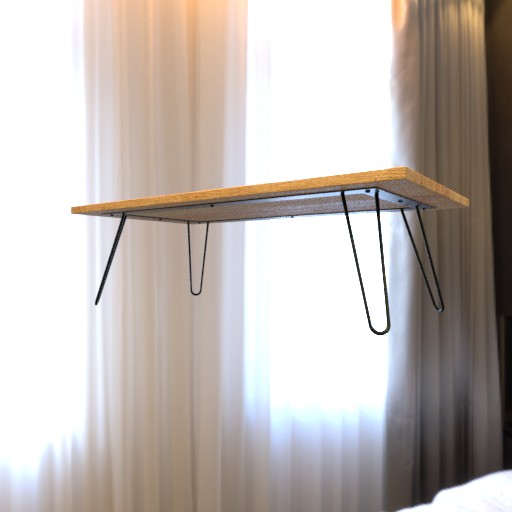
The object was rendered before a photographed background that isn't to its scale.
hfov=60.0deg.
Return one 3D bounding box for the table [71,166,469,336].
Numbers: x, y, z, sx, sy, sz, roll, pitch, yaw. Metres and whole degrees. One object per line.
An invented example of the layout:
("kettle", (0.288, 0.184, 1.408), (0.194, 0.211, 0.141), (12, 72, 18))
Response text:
("table", (0.000, 0.000, 1.677), (1.348, 0.400, 0.699), (0, 0, 36))
